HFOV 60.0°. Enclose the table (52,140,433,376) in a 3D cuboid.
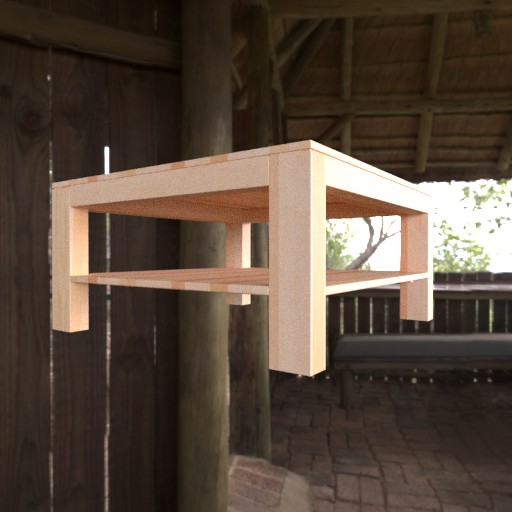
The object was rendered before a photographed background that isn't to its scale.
[{"bbox_3d":[0.000,0.000,1.468,0.900,0.450,0.900,0,1,36],"label":"table"}]
